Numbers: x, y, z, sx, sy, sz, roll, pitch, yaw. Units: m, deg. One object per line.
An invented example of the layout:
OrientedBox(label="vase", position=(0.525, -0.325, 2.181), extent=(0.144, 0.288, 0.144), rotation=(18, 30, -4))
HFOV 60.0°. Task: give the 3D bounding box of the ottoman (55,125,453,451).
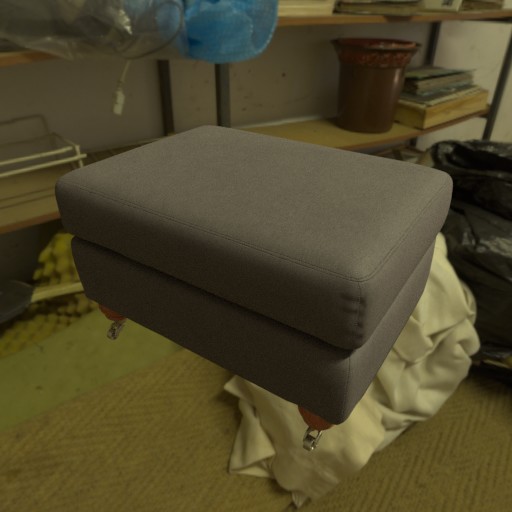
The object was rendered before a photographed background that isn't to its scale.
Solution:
OrientedBox(label="ottoman", position=(0.000, 0.000, 1.115), extent=(0.773, 0.497, 0.574), rotation=(19, 36, 28))
